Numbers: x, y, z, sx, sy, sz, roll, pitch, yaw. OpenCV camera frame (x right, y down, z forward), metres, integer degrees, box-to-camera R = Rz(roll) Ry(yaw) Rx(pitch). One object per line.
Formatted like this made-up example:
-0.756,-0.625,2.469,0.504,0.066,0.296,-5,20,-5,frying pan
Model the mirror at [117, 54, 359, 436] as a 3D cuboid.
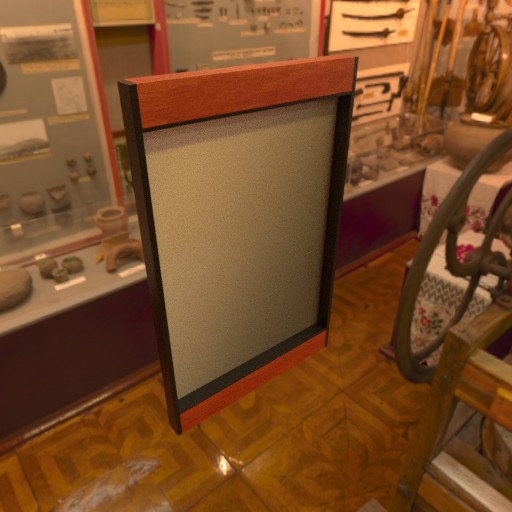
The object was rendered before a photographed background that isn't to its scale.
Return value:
0.000,0.000,1.036,0.525,0.823,0.047,-22,37,-32,mirror
